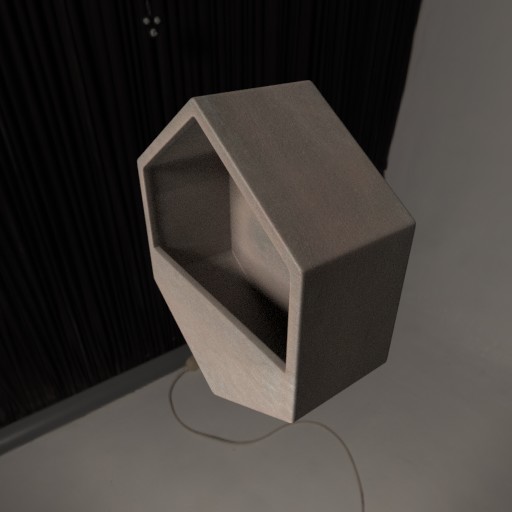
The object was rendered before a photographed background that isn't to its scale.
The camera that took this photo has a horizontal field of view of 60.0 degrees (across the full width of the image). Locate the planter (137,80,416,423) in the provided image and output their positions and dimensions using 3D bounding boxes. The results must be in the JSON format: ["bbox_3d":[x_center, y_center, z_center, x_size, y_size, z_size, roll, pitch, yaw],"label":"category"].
[{"bbox_3d":[0.000,0.000,0.286,0.077,0.206,0.169,-21,38,-30],"label":"planter"}]
